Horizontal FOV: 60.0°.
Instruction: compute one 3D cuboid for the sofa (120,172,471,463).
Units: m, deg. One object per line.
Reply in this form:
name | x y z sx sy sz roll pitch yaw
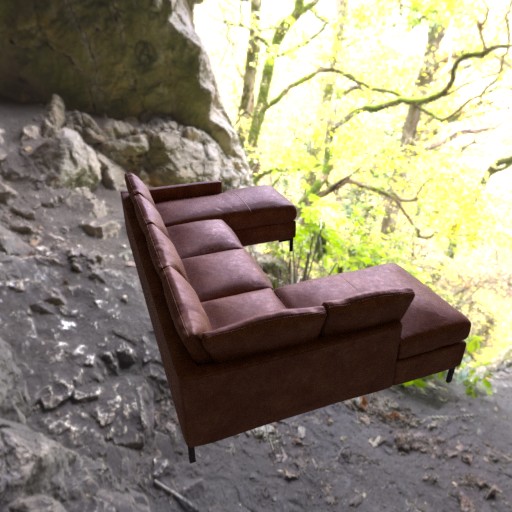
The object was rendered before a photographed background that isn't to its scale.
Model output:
sofa | 0.000 0.000 3.821 1.939 0.900 2.956 -10 30 -18
